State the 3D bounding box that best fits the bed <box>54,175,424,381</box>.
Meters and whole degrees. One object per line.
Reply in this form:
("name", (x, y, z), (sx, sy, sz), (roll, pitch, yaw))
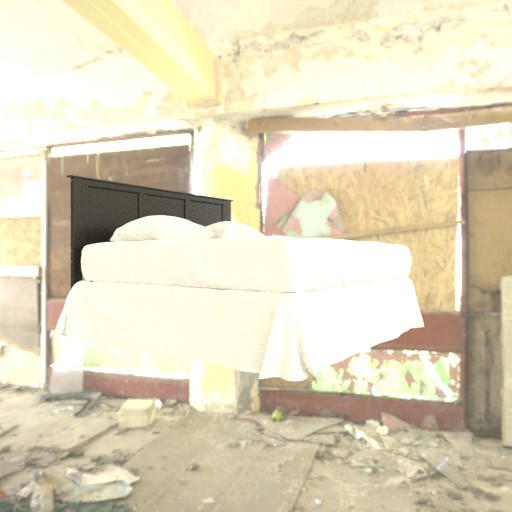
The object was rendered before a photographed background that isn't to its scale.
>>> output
("bed", (0.000, 0.000, 3.670), (2.219, 1.271, 2.315), (0, 0, 37))
